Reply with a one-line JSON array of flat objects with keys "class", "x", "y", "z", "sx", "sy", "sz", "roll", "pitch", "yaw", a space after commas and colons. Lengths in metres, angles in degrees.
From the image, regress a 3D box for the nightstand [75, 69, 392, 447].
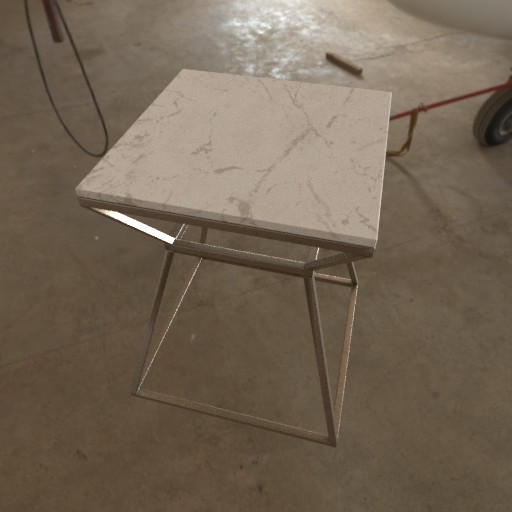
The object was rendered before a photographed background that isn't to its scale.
[{"class": "nightstand", "x": 0.000, "y": 0.000, "z": 0.901, "sx": 0.455, "sy": 0.554, "sz": 0.455, "roll": 10, "pitch": 46, "yaw": 10}]
